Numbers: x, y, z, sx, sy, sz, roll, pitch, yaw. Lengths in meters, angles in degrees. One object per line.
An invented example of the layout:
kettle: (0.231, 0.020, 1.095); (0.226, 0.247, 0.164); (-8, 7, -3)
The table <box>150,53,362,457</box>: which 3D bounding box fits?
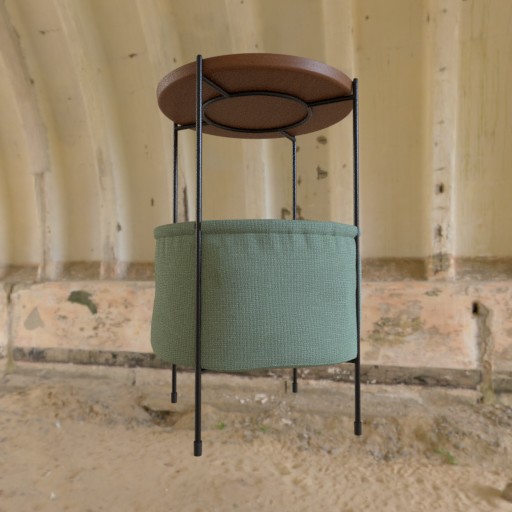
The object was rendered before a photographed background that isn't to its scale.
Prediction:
table: (0.000, 0.000, 0.867); (0.400, 0.623, 0.400); (1, -2, -18)
